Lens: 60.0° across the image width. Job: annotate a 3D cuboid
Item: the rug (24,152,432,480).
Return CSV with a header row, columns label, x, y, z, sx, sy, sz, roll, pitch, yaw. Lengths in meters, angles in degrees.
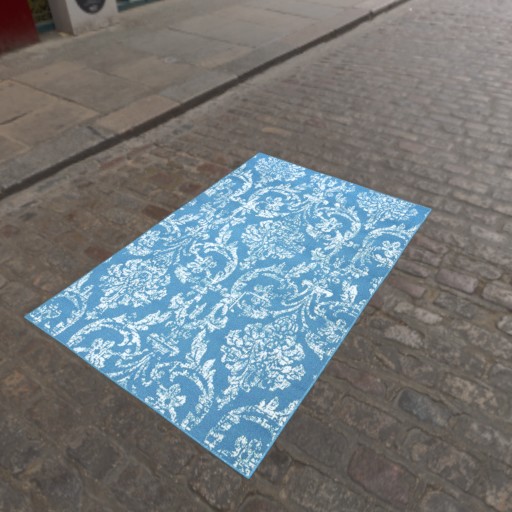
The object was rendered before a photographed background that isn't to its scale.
label,x,y,z,sx,sy,sz,roll,pitch,yaw
rug,0.000,0.000,2.253,1.211,0.012,1.833,24,47,25
